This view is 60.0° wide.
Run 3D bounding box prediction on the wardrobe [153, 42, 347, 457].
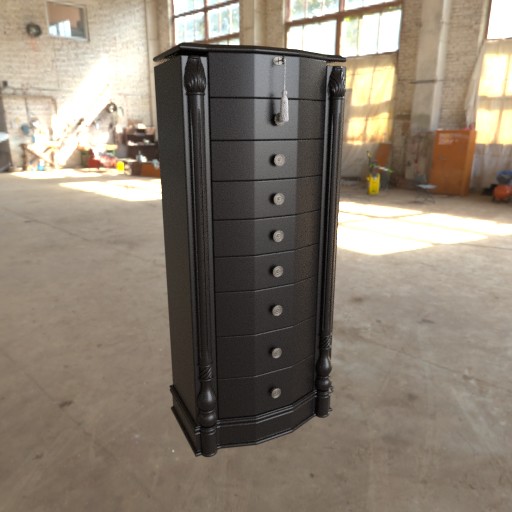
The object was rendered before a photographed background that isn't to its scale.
[{"bbox_3d":[0.000,0.000,1.204,0.444,1.011,0.295,-8,18,-26],"label":"wardrobe"}]
